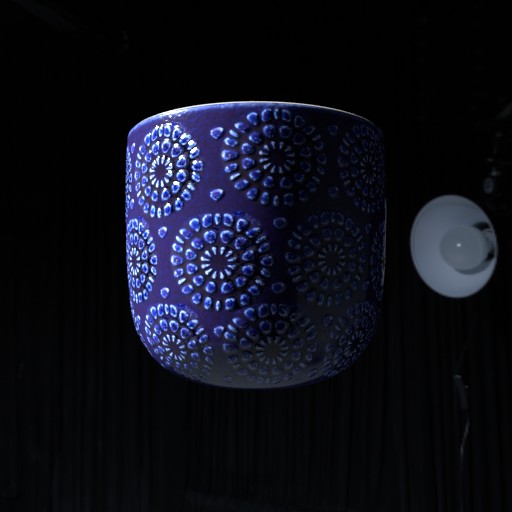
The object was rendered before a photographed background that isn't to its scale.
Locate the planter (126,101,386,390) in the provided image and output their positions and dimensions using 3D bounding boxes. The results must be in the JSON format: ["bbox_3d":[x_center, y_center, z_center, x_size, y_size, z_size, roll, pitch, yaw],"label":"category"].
[{"bbox_3d":[0.000,0.000,0.293,0.165,0.149,0.165,0,0,0],"label":"planter"}]
